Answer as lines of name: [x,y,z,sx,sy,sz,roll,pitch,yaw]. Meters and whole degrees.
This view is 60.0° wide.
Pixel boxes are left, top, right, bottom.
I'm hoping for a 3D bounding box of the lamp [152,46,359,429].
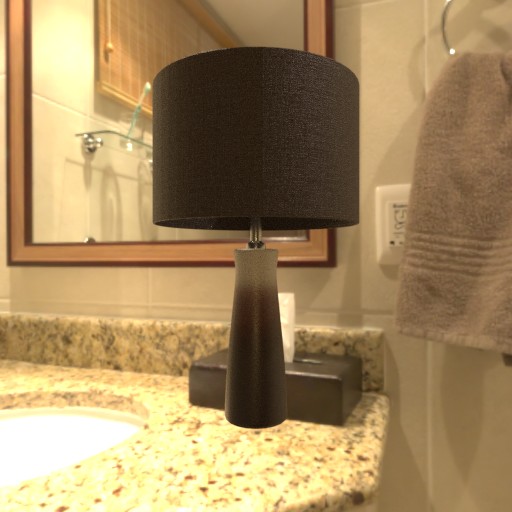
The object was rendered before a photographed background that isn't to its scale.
lamp: [0.000,0.000,0.667,0.303,0.488,0.303,0,0,0]
